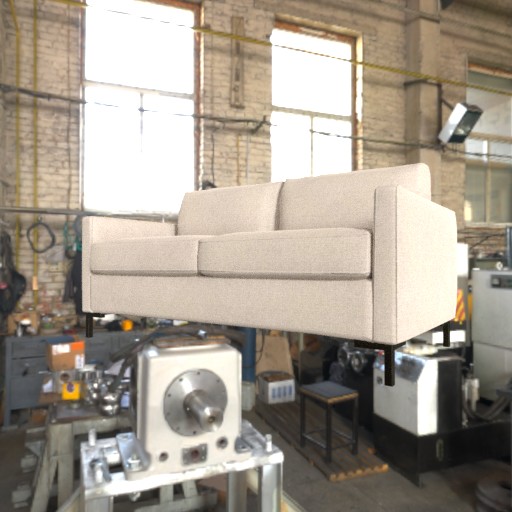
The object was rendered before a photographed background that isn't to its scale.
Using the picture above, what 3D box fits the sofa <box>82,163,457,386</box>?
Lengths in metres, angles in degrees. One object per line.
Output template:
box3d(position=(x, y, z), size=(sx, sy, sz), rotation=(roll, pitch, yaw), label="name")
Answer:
box3d(position=(0.000, 0.000, 2.165), size=(1.682, 0.840, 0.875), rotation=(-1, -1, 35), label="sofa")
